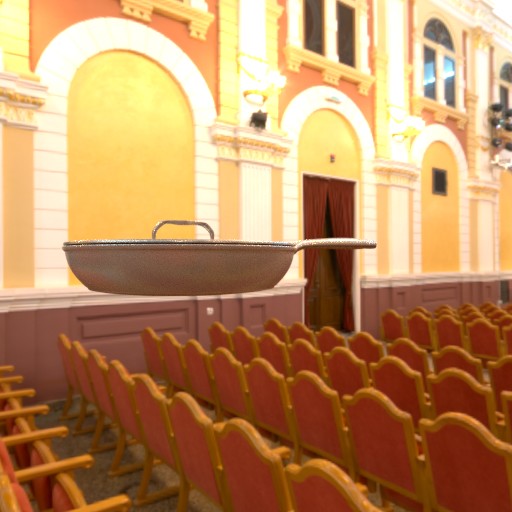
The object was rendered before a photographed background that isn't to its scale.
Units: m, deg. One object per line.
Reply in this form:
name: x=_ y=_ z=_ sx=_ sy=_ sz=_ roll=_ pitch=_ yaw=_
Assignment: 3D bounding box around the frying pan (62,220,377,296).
frying pan: x=0.000 y=0.000 z=0.603 sx=0.490 sy=0.086 sz=0.272 roll=0 pitch=0 yaw=-37
